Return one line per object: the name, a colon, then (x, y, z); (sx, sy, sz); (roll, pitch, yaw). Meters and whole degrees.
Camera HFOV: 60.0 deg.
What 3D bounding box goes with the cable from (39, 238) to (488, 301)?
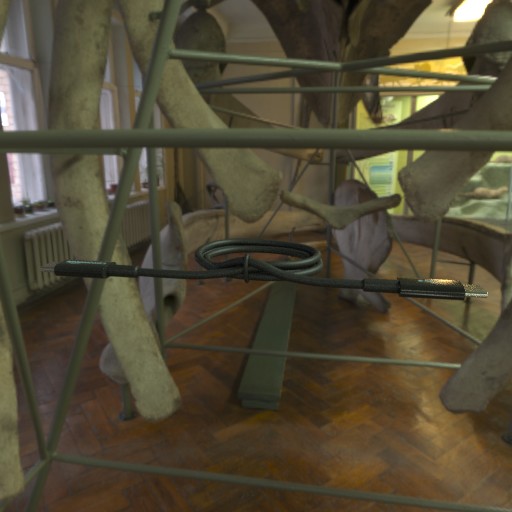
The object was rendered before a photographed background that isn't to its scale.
cable: (0.000, 0.000, 0.228); (0.203, 0.014, 0.070); (3, 15, 10)
